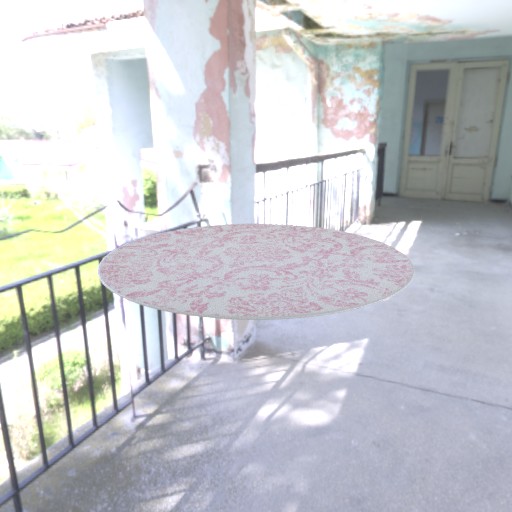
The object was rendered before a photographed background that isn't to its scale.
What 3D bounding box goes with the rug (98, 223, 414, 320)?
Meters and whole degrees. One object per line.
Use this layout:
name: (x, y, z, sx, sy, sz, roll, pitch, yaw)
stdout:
rug: (0.000, 0.000, 2.355, 1.593, 0.012, 1.593, 0, 16, 0)
